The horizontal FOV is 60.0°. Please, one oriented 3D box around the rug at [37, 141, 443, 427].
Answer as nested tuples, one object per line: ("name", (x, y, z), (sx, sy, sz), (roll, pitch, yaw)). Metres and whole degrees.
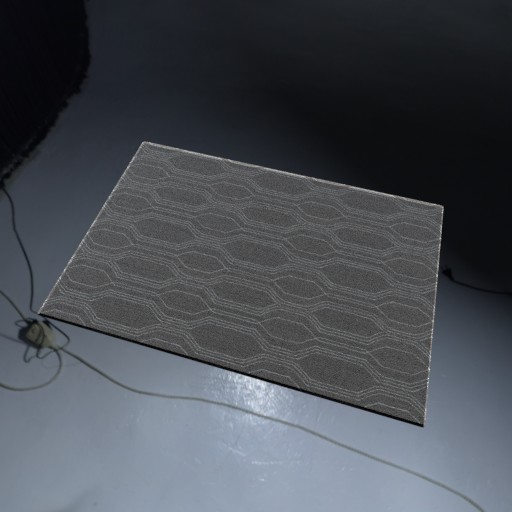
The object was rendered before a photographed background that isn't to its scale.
("rug", (0.000, 0.000, 2.314), (1.836, 0.012, 1.239), (14, 58, 9))
